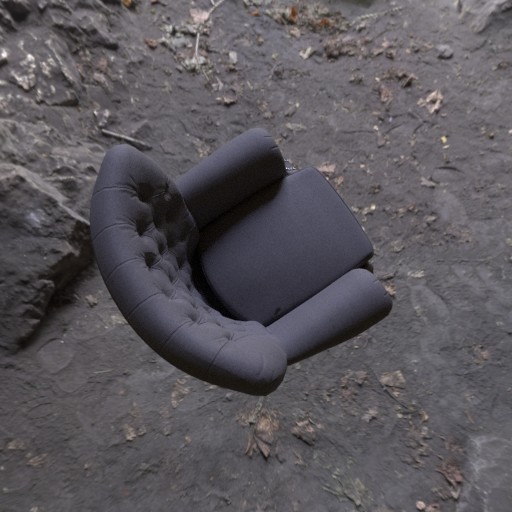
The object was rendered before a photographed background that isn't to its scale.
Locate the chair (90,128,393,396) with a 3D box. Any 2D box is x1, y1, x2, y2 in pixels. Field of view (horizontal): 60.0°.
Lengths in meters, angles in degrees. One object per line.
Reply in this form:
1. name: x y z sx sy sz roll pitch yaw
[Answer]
1. chair: 0.000 0.000 1.815 0.983 1.046 0.983 -32 77 -9
